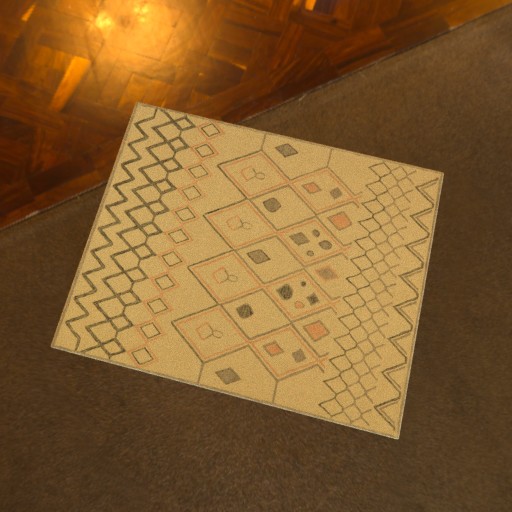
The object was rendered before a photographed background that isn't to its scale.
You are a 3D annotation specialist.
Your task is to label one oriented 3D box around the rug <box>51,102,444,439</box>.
[{"bbox_3d":[0.000,0.000,4.015,3.050,0.016,2.441,14,77,3],"label":"rug"}]
